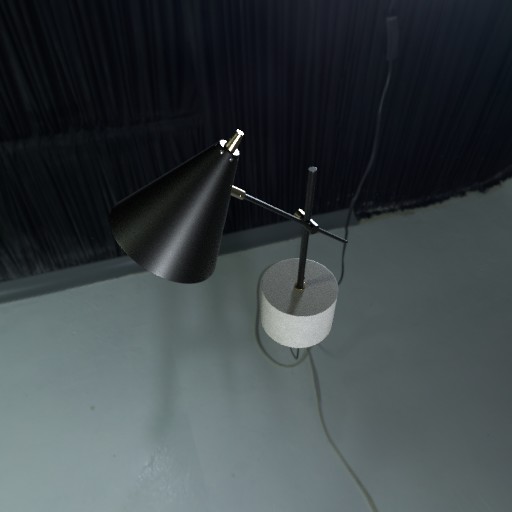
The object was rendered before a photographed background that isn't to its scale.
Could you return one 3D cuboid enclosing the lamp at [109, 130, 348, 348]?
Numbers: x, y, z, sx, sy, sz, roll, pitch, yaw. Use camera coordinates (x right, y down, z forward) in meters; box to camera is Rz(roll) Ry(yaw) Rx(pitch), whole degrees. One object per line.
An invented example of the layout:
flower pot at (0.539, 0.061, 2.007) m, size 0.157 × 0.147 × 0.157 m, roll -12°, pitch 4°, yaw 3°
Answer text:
lamp at (0.000, 0.000, 0.719) m, size 0.403 × 0.518 × 0.214 m, roll -16°, pitch 48°, yaw -15°
